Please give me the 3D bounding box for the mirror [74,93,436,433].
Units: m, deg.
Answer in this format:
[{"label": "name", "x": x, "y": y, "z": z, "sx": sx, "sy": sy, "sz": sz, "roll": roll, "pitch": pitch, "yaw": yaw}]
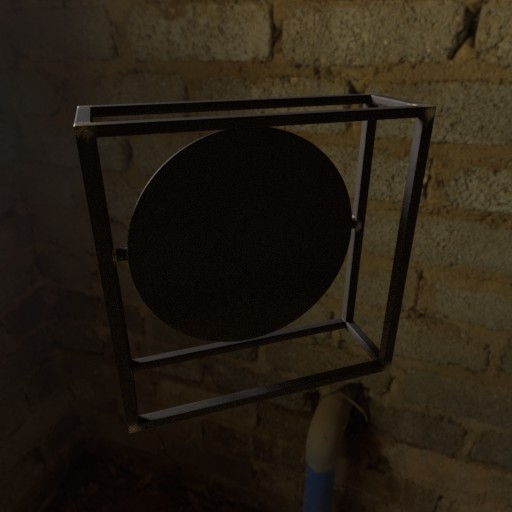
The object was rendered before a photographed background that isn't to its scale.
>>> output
[{"label": "mirror", "x": 0.000, "y": 0.000, "z": 0.468, "sx": 0.306, "sy": 0.303, "sz": 0.107, "roll": -8, "pitch": 28, "yaw": -16}]
